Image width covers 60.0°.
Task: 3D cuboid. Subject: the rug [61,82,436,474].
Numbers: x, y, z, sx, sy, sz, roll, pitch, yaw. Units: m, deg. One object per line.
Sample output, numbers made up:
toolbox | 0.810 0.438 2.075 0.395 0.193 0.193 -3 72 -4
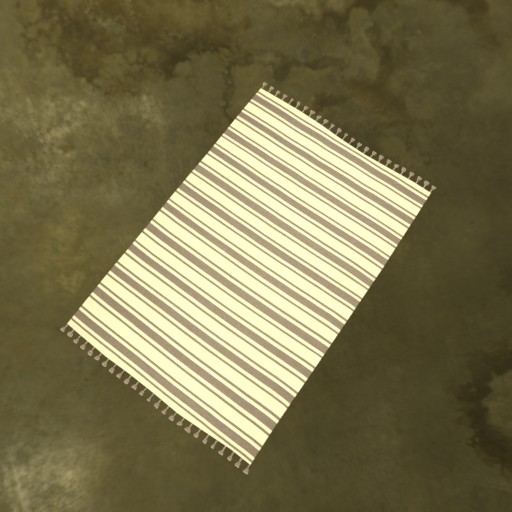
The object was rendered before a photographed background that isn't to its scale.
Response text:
rug | 0.000 0.000 3.147 1.563 0.014 2.425 35 78 9
